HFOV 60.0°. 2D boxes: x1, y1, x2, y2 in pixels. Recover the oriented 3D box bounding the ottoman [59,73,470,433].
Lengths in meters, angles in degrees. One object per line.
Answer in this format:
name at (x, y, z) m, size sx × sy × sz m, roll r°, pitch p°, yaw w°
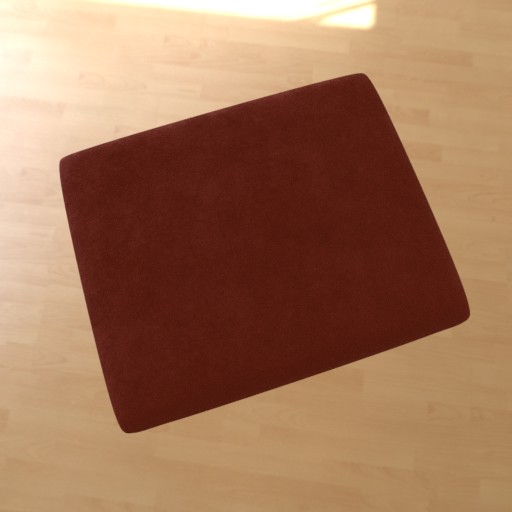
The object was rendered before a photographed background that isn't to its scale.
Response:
ottoman at (0.000, 0.000, 1.159) m, size 0.782 × 0.462 × 0.650 m, roll -17°, pitch 77°, yaw -4°
